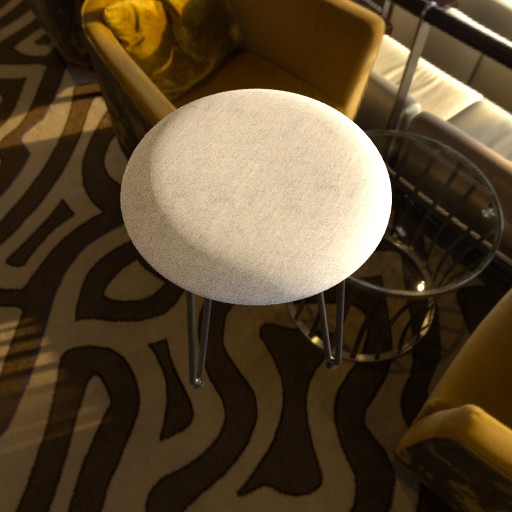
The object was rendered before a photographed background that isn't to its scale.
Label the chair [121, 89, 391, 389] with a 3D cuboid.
[{"bbox_3d":[0.000,0.000,0.647,0.350,0.386,0.350,33,64,19],"label":"chair"}]
